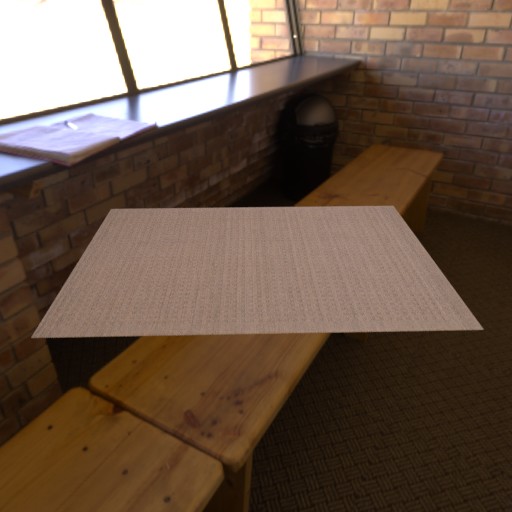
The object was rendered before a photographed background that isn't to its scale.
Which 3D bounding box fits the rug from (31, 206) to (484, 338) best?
[{"bbox_3d":[0.000,0.000,3.693,2.895,0.006,1.981,-1,30,-1],"label":"rug"}]
